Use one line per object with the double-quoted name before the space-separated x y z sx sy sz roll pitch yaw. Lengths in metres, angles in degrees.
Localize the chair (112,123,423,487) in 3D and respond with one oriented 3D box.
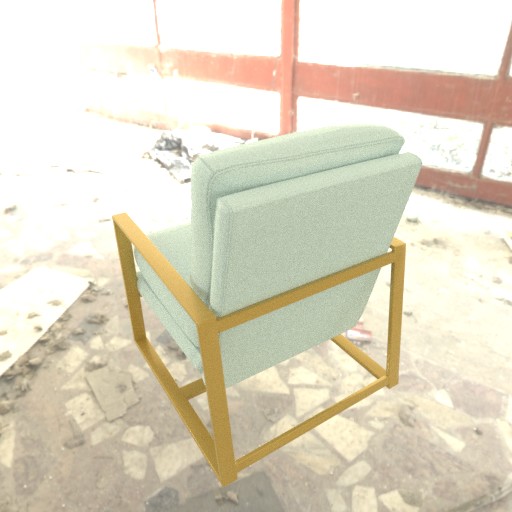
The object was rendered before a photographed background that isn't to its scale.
"chair" 0.000 0.000 1.545 0.758 0.956 0.813 -18 35 -28
